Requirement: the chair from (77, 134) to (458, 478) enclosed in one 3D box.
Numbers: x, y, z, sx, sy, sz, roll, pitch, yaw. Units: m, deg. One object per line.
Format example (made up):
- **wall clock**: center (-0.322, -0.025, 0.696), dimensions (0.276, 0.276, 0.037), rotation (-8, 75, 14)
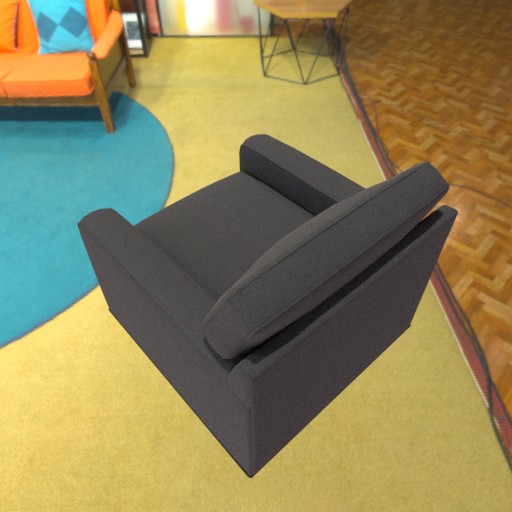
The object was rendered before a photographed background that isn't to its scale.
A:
- **chair**: center (0.000, 0.000, 1.794), dimensions (0.997, 0.913, 1.043), rotation (-33, 54, -28)
